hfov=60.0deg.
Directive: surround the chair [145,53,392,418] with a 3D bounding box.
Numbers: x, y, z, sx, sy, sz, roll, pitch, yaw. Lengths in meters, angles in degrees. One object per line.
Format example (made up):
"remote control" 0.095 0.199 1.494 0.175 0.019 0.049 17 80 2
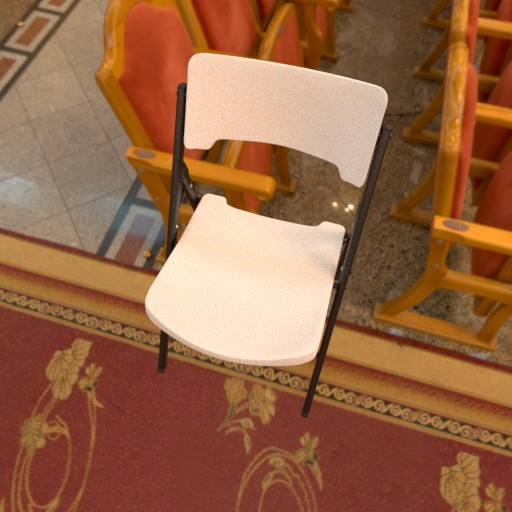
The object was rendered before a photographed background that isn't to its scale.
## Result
"chair" 0.000 0.000 1.130 0.482 0.765 0.577 14 60 8
